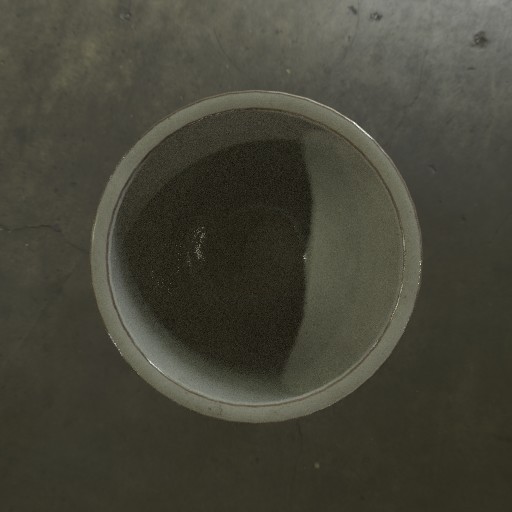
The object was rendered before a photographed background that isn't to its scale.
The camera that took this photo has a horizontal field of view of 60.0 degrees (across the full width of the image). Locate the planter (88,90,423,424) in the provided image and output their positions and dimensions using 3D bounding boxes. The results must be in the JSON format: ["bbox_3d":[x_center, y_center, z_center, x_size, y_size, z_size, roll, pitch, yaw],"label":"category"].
[{"bbox_3d":[0.000,0.000,0.245,0.139,0.130,0.139,0,91,0],"label":"planter"}]
